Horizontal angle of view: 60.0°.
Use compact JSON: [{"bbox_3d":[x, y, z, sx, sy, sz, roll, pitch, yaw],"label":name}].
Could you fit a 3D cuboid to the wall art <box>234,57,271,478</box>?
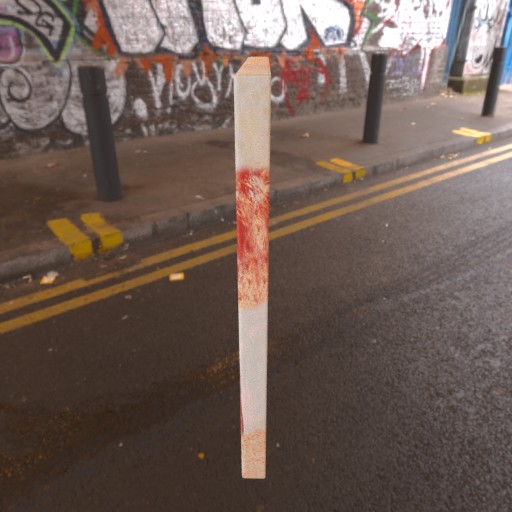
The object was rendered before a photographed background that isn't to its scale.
[{"bbox_3d":[0.000,0.000,0.762,0.038,0.610,0.401,0,27,1],"label":"wall art"}]
